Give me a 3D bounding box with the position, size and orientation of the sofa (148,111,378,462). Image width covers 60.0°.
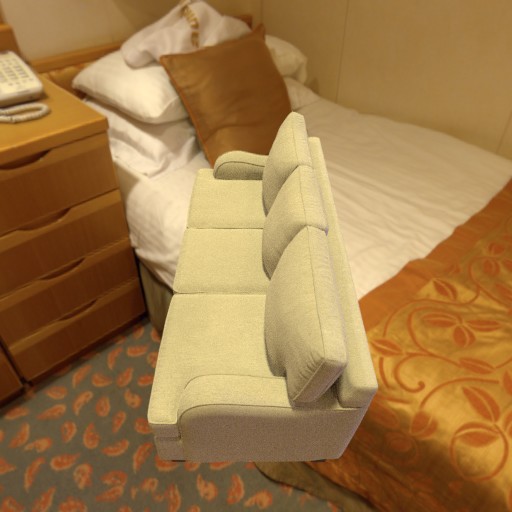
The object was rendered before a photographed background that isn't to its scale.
[{"bbox_3d":[0.000,0.000,2.852,1.016,0.991,2.323,0,41,0],"label":"sofa"}]
